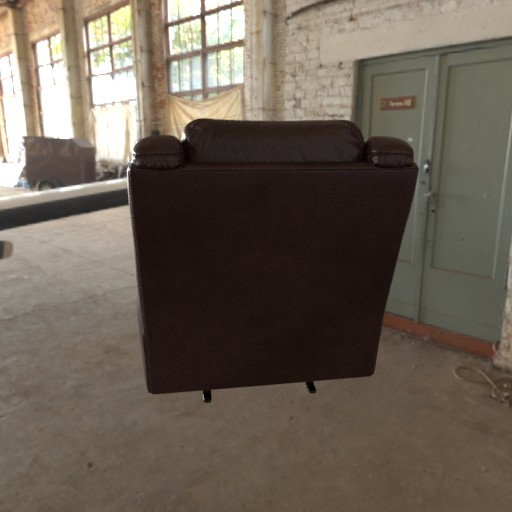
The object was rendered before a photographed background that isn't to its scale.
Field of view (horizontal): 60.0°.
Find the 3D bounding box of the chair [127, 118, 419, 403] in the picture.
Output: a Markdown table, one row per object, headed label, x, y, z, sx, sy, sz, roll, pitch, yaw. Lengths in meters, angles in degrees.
| label | x | y | z | sx | sy | sz | roll | pitch | yaw |
| --- | --- | --- | --- | --- | --- | --- | --- | --- | --- |
| chair | 0.000 | 0.000 | 1.926 | 0.990 | 1.093 | 1.041 | -2 | 14 | -9 |
